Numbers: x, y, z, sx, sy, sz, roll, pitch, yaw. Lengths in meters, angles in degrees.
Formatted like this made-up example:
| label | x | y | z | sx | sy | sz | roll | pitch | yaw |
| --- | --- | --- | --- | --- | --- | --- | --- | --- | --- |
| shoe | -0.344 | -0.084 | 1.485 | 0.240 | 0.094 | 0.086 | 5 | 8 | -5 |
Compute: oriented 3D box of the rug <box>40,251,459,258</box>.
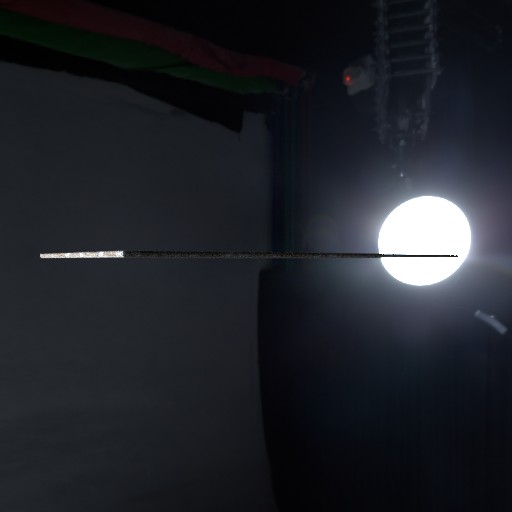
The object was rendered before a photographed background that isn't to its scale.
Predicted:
| label | x | y | z | sx | sy | sz | roll | pitch | yaw |
| --- | --- | --- | --- | --- | --- | --- | --- | --- | --- |
| rug | 0.000 | 0.000 | 3.436 | 2.743 | 0.030 | 1.778 | 0 | 0 | -36 |
